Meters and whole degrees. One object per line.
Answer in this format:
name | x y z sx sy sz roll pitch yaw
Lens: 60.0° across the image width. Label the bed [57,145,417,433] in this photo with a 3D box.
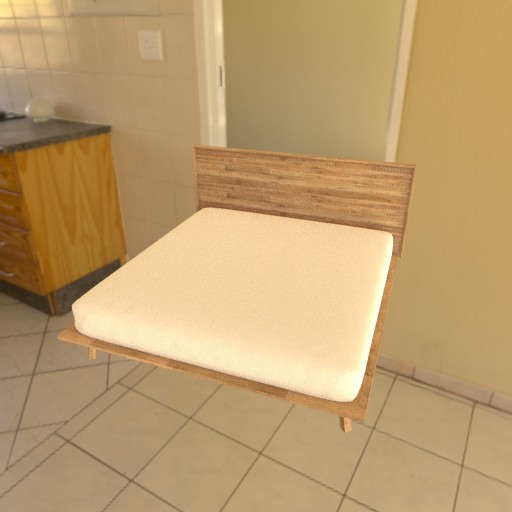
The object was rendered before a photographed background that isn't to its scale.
bed | 0.000 0.000 3.448 2.116 1.100 2.167 10 28 18
